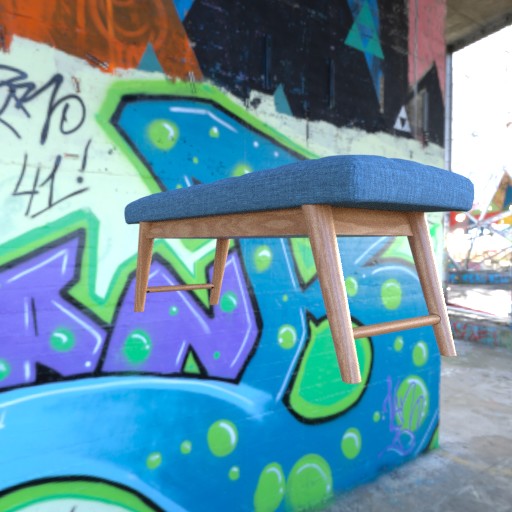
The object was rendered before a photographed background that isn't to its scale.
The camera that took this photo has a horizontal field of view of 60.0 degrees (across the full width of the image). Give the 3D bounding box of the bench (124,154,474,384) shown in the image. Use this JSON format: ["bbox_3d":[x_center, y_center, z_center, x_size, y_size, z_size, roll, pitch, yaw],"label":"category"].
[{"bbox_3d":[0.000,0.000,1.325,0.406,0.432,1.118,-1,2,-36],"label":"bench"}]
